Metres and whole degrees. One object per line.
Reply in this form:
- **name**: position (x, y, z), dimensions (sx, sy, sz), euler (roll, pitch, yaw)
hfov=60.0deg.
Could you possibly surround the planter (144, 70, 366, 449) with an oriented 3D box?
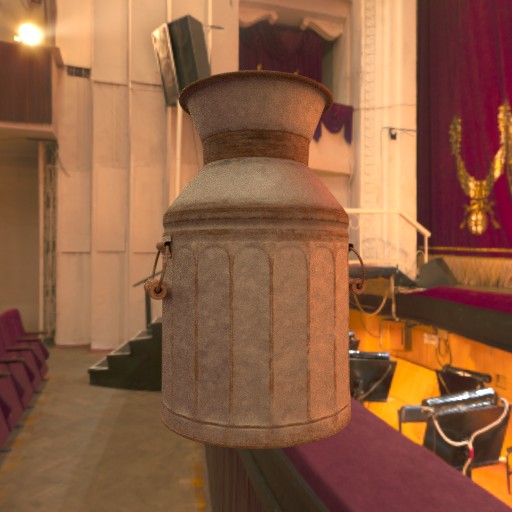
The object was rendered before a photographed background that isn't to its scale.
- **planter**: position (0.000, 0.000, 0.513), dimensions (0.248, 0.358, 0.215), euler (0, 0, -18)
